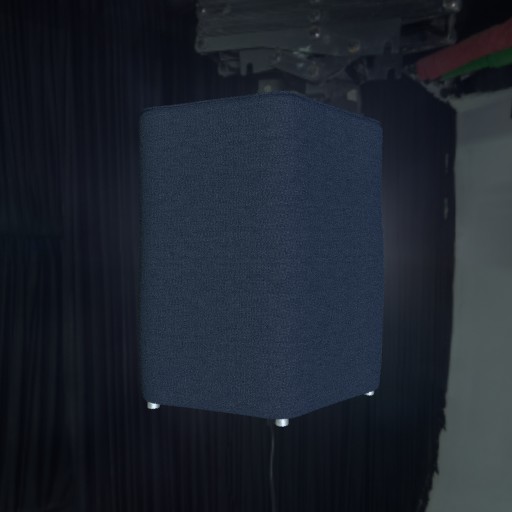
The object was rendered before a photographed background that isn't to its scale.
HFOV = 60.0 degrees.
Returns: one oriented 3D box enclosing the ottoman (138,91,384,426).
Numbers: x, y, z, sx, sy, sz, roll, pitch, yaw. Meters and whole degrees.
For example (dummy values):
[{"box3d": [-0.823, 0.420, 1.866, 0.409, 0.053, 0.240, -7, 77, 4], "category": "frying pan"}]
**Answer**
[{"box3d": [0.000, 0.000, 0.888, 0.492, 0.505, 0.454, 0, 0, -36], "category": "ottoman"}]
